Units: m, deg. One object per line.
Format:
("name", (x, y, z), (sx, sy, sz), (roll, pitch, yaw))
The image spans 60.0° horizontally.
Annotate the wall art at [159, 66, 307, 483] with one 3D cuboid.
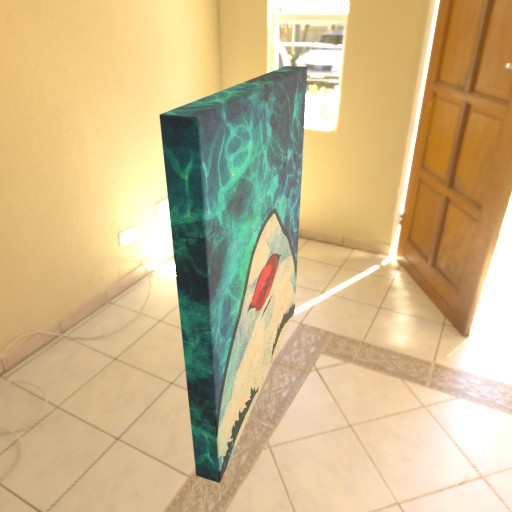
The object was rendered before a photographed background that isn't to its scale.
("wall art", (0.000, 0.000, 0.693), (0.038, 0.508, 0.432), (9, 30, 16))
